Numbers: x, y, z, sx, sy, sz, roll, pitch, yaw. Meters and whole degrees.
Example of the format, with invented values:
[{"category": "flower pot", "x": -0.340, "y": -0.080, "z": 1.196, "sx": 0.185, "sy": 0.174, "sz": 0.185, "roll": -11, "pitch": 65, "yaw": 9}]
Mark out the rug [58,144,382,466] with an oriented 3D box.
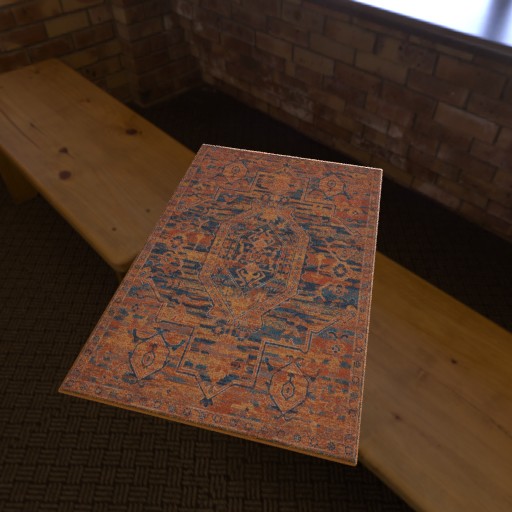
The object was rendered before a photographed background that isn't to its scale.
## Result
[{"category": "rug", "x": 0.000, "y": 0.000, "z": 2.202, "sx": 1.148, "sy": 0.013, "sz": 1.758, "roll": 10, "pitch": 48, "yaw": 9}]
